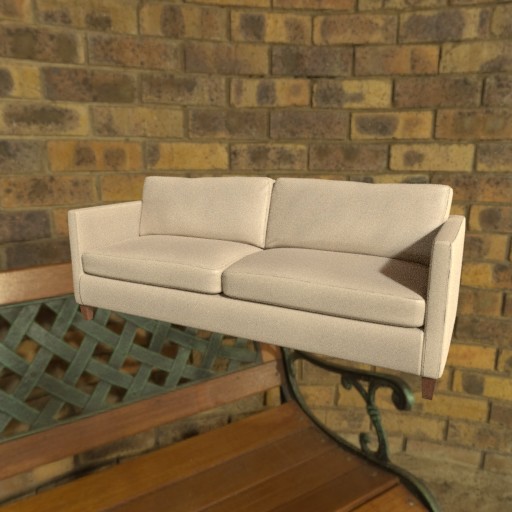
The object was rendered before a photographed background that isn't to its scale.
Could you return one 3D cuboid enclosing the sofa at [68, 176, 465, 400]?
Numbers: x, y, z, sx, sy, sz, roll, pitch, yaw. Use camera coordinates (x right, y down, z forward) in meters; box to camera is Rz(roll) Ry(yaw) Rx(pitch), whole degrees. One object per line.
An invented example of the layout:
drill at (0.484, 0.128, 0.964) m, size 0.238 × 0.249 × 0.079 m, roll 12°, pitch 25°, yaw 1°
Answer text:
sofa at (0.000, 0.000, 2.831) m, size 2.361 × 0.968 × 0.951 m, roll 7°, pitch 15°, yaw 26°
